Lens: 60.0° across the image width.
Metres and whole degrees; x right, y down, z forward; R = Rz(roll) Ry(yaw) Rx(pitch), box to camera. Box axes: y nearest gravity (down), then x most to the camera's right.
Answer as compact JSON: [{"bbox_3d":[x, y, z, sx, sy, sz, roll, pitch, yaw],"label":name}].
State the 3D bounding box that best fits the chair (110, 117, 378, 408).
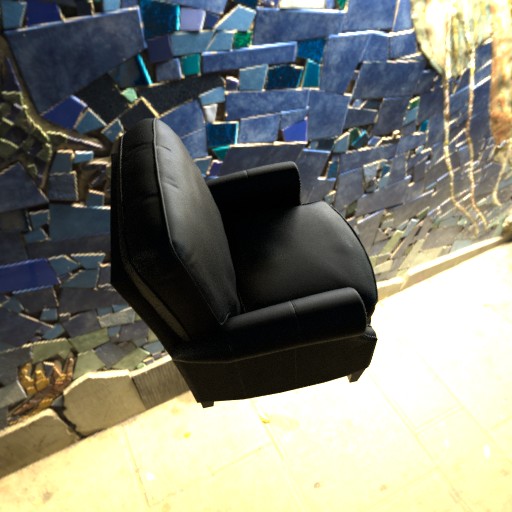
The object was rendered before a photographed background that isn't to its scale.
[{"bbox_3d":[0.000,0.000,1.782,0.986,1.018,0.936,-9,47,-9],"label":"chair"}]
